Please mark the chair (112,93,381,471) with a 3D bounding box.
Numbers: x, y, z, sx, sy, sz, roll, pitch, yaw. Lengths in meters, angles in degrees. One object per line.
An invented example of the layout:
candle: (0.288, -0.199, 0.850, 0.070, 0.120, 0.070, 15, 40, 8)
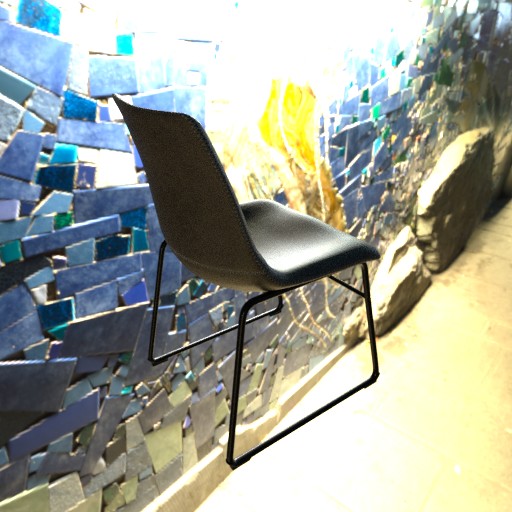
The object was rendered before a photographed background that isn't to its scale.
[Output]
chair: (0.000, 0.000, 1.117, 0.550, 0.780, 0.460, -18, 32, -31)
